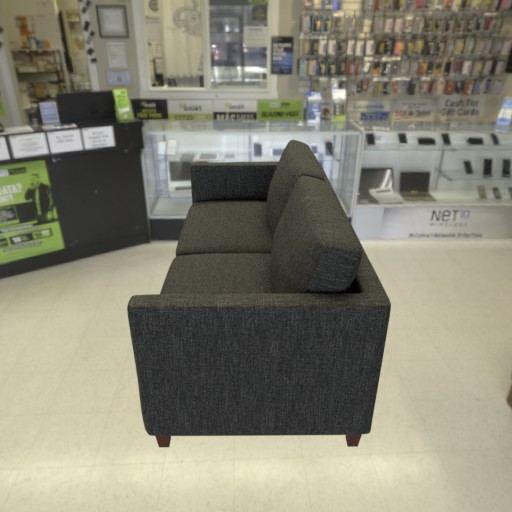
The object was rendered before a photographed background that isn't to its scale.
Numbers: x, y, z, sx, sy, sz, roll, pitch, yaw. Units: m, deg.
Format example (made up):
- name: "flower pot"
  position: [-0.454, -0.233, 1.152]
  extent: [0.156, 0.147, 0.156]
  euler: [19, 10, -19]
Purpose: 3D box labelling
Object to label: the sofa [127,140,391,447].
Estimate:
- name: "sofa"
  position: [0.000, 0.000, 2.463]
  extent: [0.950, 0.963, 1.884]
  euler: [0, 27, 0]
